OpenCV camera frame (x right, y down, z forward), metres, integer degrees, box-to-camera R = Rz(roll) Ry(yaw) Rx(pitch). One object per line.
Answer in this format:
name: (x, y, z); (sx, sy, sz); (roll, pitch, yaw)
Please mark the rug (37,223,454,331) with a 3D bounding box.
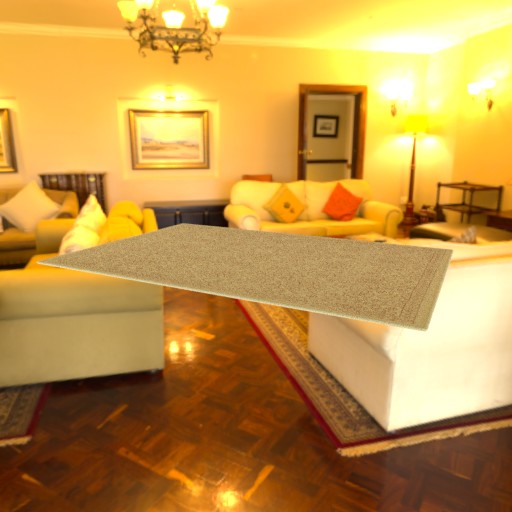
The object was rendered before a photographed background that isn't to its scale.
rug: (0.000, 0.000, 2.320); (1.829, 0.010, 1.219); (7, 16, 26)
